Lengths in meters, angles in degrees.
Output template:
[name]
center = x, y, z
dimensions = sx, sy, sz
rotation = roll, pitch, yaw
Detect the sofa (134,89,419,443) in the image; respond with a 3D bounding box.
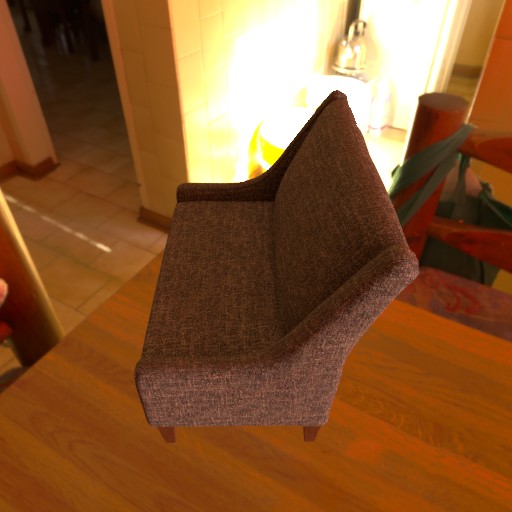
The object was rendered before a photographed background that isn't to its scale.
[sofa]
center = 0.000, 0.000, 1.935
dimensions = 0.870, 1.021, 1.242
rotation = 0, 41, 0
